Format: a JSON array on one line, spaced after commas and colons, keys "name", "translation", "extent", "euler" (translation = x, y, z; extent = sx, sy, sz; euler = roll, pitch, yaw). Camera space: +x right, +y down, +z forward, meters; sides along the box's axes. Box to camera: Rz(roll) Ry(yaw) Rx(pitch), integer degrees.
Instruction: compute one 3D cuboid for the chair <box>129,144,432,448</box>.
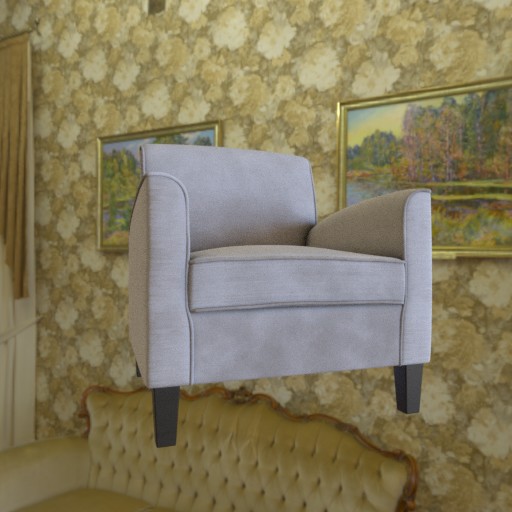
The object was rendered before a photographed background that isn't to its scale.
[{"name": "chair", "translation": [0.000, 0.000, 1.522], "extent": [0.820, 0.915, 0.821], "euler": [0, 0, -19]}]
